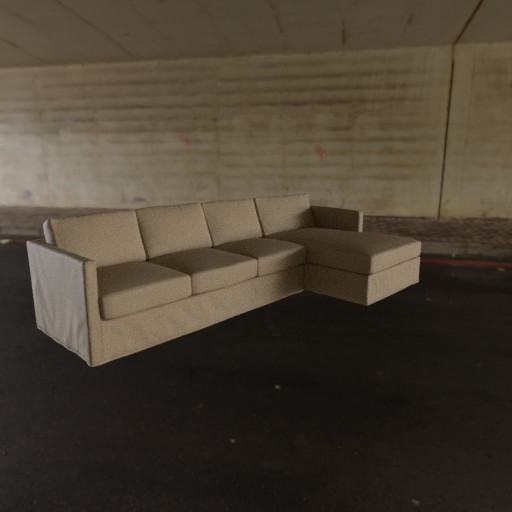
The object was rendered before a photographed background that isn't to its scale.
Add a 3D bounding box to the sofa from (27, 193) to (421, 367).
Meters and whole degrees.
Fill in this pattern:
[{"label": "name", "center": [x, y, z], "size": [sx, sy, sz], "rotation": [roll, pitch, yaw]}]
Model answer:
[{"label": "sofa", "center": [0.000, 0.000, 3.871], "size": [1.622, 0.871, 3.206], "rotation": [13, 18, 42]}]
